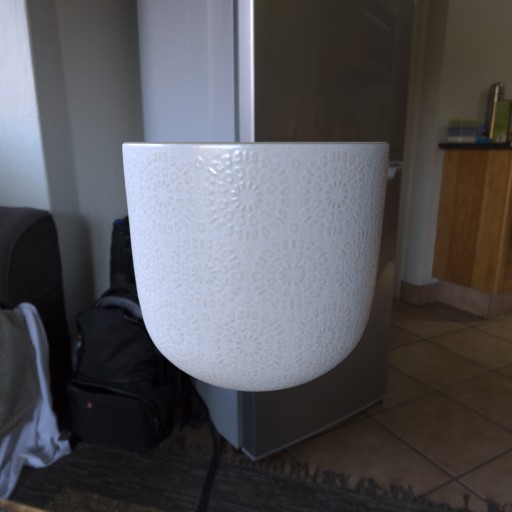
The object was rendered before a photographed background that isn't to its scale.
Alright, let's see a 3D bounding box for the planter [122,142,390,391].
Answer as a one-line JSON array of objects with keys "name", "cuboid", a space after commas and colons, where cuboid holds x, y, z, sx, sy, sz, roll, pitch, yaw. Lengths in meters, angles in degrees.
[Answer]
[{"name": "planter", "cuboid": [0.000, 0.000, 0.382, 0.208, 0.190, 0.208, 0, 14, 0]}]
